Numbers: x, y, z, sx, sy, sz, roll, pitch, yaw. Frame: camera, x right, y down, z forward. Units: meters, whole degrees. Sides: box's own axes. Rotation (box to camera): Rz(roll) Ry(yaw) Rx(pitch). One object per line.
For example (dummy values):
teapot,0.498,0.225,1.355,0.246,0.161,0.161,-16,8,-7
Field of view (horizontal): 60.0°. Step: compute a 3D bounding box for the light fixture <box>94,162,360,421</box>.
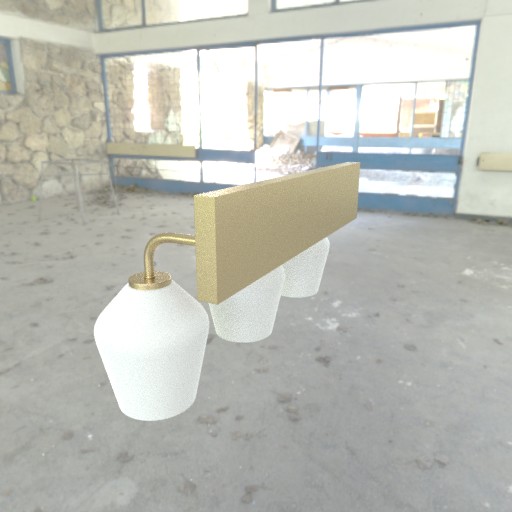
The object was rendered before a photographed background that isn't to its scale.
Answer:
light fixture,0.000,0.000,0.740,0.190,0.280,0.609,8,18,27
